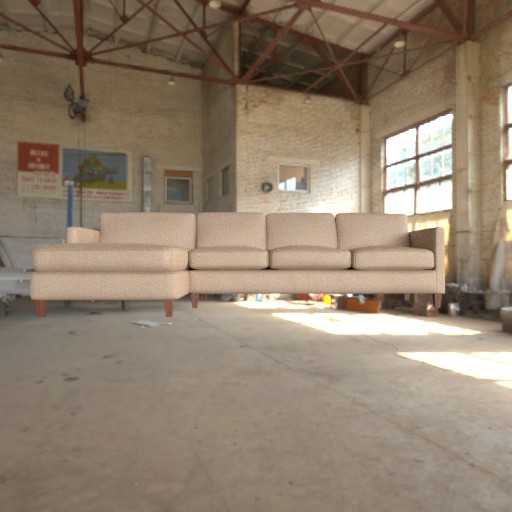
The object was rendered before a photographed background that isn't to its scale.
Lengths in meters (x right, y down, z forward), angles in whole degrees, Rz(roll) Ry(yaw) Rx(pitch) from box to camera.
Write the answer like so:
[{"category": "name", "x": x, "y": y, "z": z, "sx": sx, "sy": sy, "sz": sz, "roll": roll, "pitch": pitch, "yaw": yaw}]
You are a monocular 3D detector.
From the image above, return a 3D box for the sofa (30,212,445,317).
[{"category": "sofa", "x": 0.000, "y": 0.000, "z": 3.793, "sx": 3.201, "sy": 0.876, "sz": 1.502, "roll": 0, "pitch": -1, "yaw": -1}]
